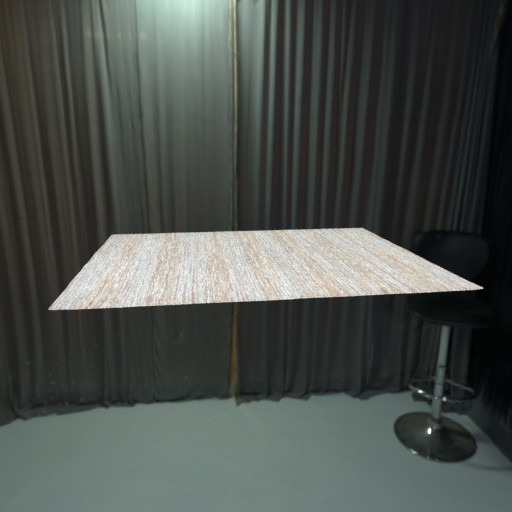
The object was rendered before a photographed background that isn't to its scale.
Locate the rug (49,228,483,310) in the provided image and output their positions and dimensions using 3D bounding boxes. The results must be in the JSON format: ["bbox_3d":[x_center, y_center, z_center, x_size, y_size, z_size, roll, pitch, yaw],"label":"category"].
[{"bbox_3d":[0.000,0.000,4.032,2.939,0.009,2.313,-2,15,-8],"label":"rug"}]
